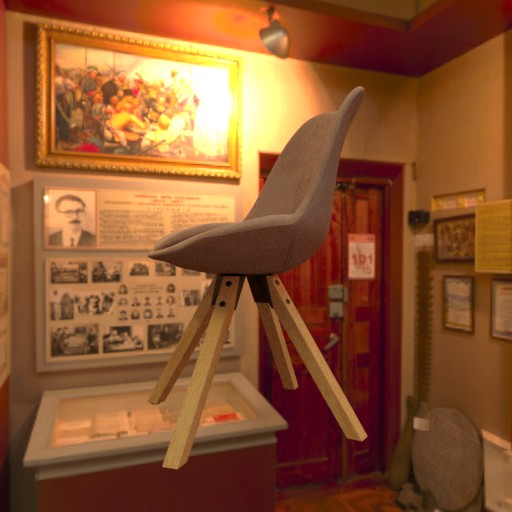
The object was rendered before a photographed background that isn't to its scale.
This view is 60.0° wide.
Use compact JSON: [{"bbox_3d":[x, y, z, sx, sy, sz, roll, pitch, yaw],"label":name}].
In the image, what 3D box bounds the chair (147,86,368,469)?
[{"bbox_3d":[0.000,0.000,1.156,0.550,0.850,0.485,0,1,-18],"label":"chair"}]
